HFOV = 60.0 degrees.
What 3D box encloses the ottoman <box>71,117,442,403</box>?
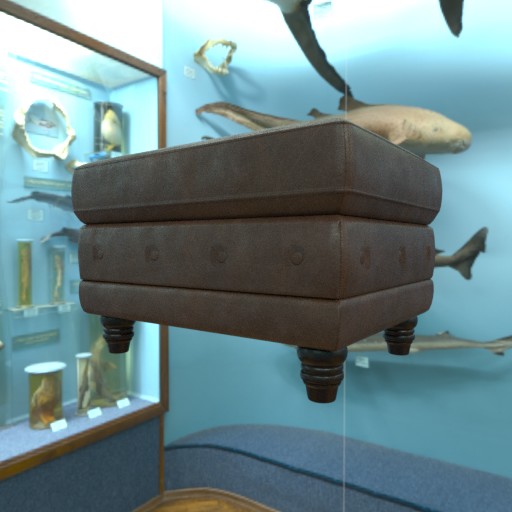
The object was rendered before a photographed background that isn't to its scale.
[{"bbox_3d":[0.000,0.000,1.164,0.795,0.509,0.588,1,2,36],"label":"ottoman"}]
